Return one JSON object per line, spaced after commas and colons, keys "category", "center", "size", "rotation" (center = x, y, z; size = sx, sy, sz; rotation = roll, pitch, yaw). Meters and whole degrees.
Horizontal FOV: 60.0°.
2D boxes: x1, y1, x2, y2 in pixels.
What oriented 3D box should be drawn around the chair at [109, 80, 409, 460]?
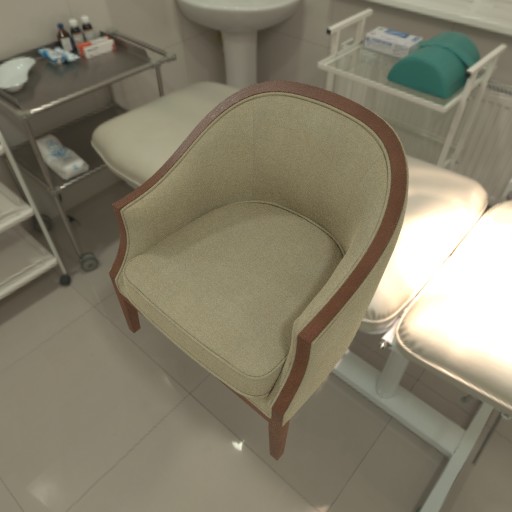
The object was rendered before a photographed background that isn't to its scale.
{"category": "chair", "center": [0.000, 0.000, 1.470], "size": [0.803, 0.876, 0.735], "rotation": [33, 55, 27]}
